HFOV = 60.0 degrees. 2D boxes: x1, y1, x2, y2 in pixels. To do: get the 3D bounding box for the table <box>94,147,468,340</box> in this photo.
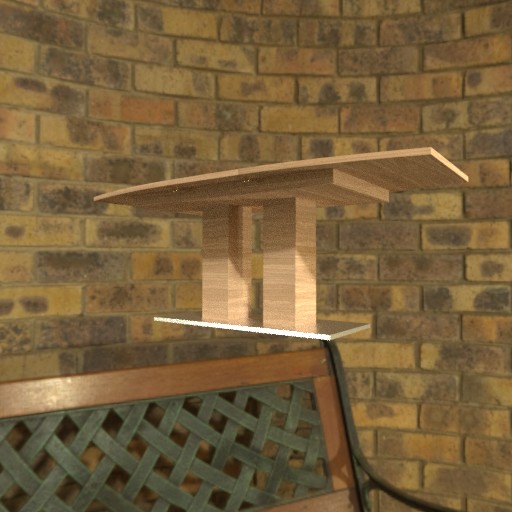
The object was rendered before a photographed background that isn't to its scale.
[{"bbox_3d":[0.000,0.000,2.446,2.032,0.750,0.900,-1,-1,36],"label":"table"}]
